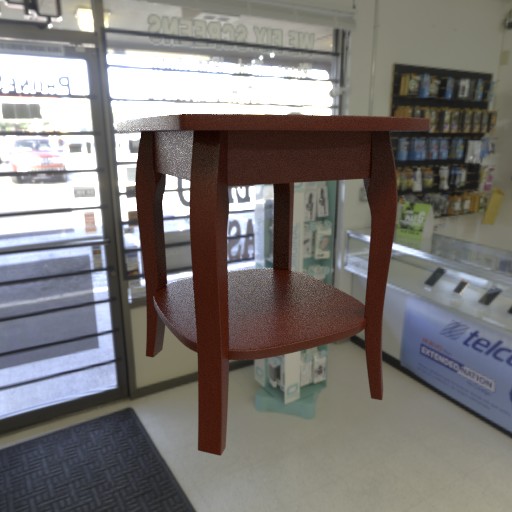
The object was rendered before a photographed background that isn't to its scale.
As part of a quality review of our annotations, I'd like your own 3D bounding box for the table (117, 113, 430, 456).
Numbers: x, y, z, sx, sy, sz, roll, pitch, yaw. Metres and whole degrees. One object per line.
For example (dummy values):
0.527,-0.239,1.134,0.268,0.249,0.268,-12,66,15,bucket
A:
0.000,0.000,0.847,0.433,0.496,0.502,-8,17,-26,table
